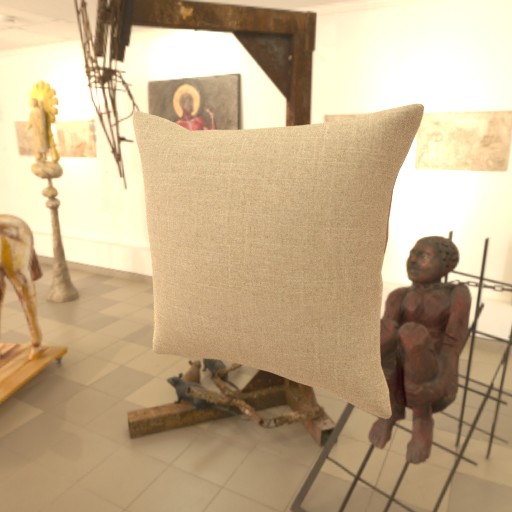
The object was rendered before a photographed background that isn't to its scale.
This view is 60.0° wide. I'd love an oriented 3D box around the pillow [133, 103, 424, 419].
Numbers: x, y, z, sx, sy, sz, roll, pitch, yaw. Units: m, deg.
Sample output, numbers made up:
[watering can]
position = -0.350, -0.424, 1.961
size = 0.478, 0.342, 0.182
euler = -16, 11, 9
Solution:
[pillow]
position = 0.000, 0.000, 0.627
size = 0.414, 0.399, 0.173
euler = 8, 17, 27
